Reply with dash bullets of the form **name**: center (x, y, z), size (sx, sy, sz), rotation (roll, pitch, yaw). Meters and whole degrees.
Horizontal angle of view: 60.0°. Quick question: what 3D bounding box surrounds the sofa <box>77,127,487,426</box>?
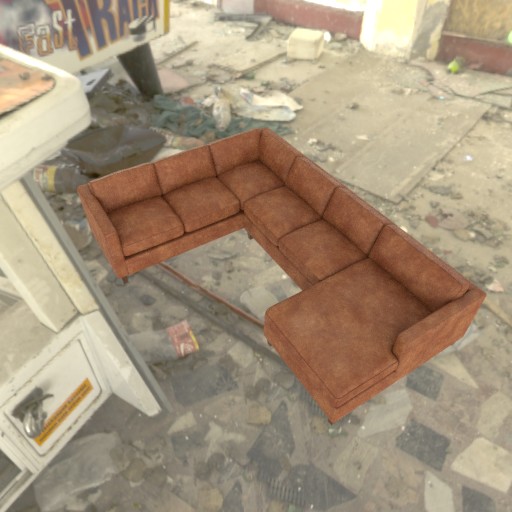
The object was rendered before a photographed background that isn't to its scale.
- **sofa**: center (0.000, 0.000, 4.405), size (2.452, 0.888, 3.324), rotation (-24, 49, -22)
